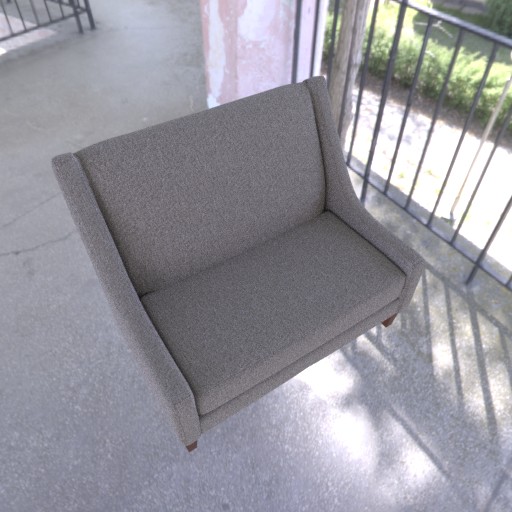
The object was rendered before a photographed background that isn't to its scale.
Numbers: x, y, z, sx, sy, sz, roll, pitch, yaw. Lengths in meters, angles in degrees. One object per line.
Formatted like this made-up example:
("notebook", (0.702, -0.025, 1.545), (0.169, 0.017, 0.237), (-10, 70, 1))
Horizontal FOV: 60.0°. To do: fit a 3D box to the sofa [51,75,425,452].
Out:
("sofa", (0.000, 0.000, 1.915), (1.242, 1.026, 0.862), (-25, 51, -22))
